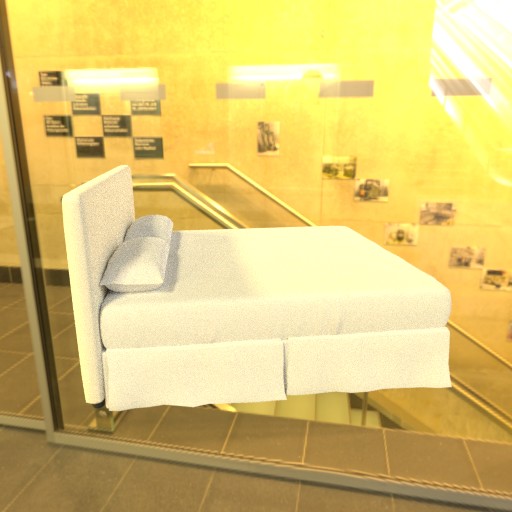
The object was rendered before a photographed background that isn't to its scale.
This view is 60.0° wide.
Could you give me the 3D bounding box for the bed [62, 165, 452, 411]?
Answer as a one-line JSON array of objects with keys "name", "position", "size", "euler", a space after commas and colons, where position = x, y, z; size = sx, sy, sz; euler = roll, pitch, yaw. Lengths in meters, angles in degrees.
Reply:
[{"name": "bed", "position": [0.000, 0.000, 3.538], "size": [2.341, 1.317, 2.119], "euler": [-2, 16, -8]}]
